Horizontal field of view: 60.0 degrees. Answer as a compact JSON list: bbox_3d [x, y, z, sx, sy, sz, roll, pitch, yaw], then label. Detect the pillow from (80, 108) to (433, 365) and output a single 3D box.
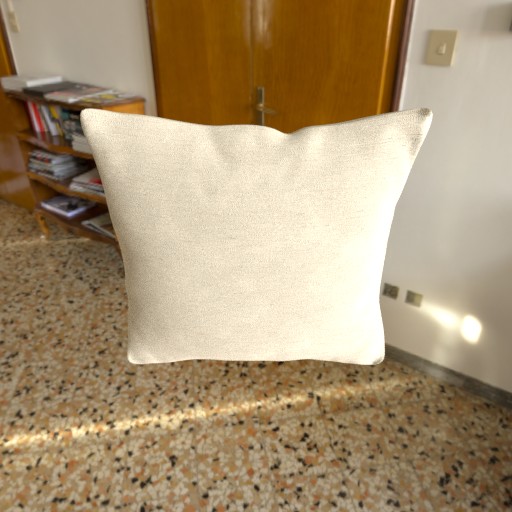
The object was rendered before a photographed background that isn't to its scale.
[{"bbox_3d":[0.000,0.000,0.649,0.437,0.420,0.162,0,29,0],"label":"pillow"}]
